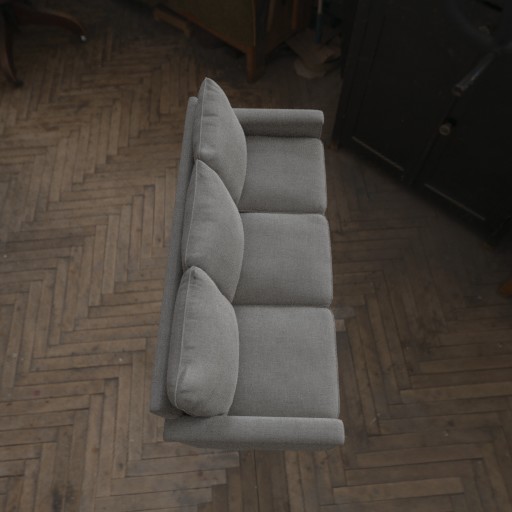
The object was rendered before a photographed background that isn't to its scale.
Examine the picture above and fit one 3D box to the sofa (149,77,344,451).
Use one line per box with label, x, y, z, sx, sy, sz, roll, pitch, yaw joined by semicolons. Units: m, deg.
sofa;0.000;0.000;2.434;0.828;0.959;1.925;1;62;1
